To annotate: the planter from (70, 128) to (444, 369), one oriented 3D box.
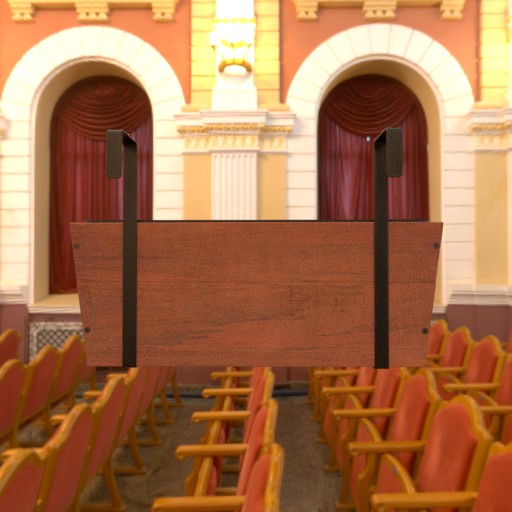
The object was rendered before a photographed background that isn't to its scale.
[{"bbox_3d":[0.000,0.000,0.635,0.480,0.289,0.262,0,-1,1],"label":"planter"}]
